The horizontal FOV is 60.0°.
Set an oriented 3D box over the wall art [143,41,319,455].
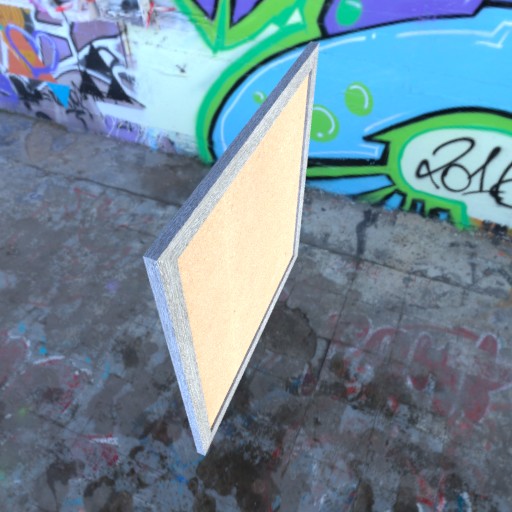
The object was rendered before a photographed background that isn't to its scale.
[{"bbox_3d":[0.000,0.000,1.002,0.020,0.685,0.685,17,50,15],"label":"wall art"}]
